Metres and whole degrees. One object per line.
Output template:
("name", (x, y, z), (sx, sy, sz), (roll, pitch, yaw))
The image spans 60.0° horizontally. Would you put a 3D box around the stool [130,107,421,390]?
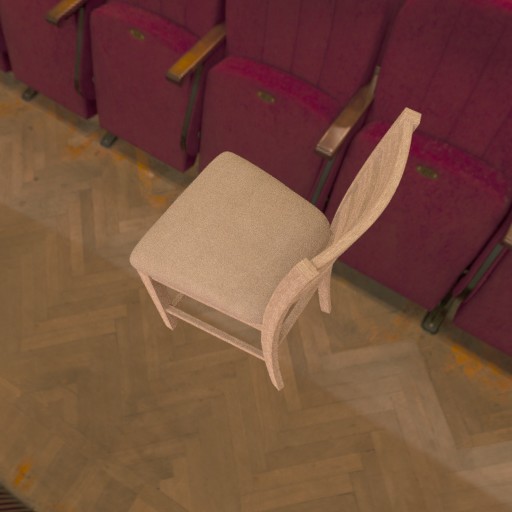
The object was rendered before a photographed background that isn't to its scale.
("stool", (0.000, 0.000, 1.315), (0.569, 1.032, 0.484), (31, 66, 15))
